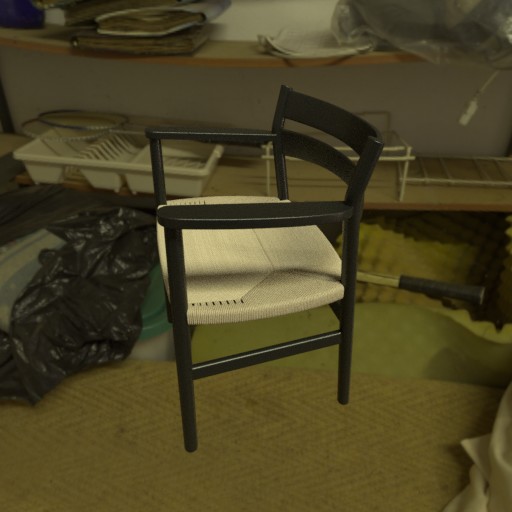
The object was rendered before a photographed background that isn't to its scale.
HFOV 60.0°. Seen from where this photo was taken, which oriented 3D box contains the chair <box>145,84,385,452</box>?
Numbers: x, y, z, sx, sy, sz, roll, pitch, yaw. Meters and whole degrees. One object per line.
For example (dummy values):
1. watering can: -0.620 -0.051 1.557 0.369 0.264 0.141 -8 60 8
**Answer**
1. chair: 0.000 0.000 1.200 0.508 0.775 0.630 -8 32 -12
